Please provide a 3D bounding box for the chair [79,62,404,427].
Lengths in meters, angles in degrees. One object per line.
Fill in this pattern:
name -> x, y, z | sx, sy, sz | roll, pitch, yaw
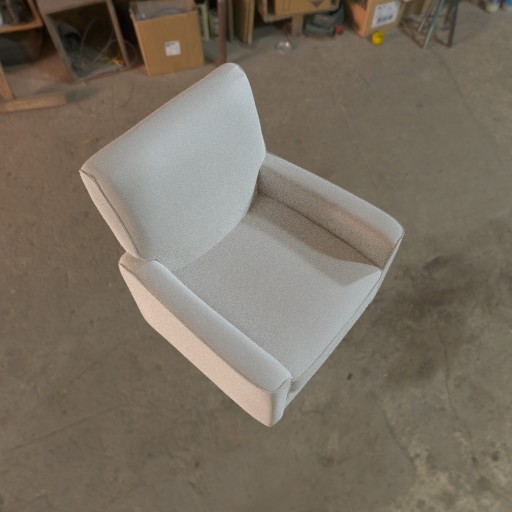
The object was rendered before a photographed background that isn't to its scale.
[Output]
chair -> 0.000, 0.000, 1.706 | 0.858, 1.028, 0.841 | 36, 65, 20
